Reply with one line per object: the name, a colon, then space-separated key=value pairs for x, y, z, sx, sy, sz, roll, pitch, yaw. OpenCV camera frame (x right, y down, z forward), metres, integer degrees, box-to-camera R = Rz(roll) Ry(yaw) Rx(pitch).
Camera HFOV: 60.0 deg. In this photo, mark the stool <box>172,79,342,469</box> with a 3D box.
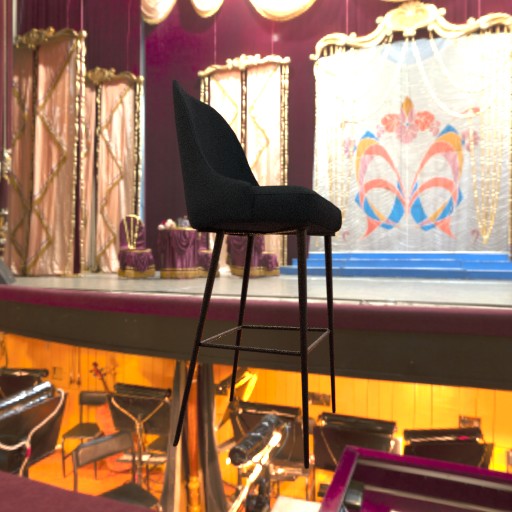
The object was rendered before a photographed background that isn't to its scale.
stool: x=0.000 y=0.000 z=1.394 sx=0.489 sy=1.079 sz=0.527 roll=0 pitch=0 yaw=19
